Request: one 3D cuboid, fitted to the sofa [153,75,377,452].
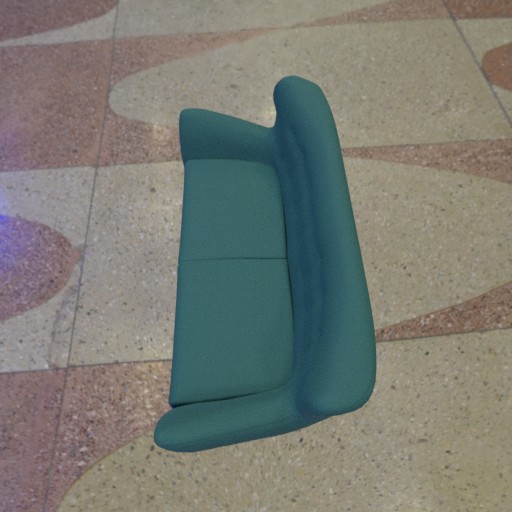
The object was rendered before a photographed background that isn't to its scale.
[{"bbox_3d":[0.000,0.000,2.344,0.889,0.890,1.930,-2,58,-1],"label":"sofa"}]
